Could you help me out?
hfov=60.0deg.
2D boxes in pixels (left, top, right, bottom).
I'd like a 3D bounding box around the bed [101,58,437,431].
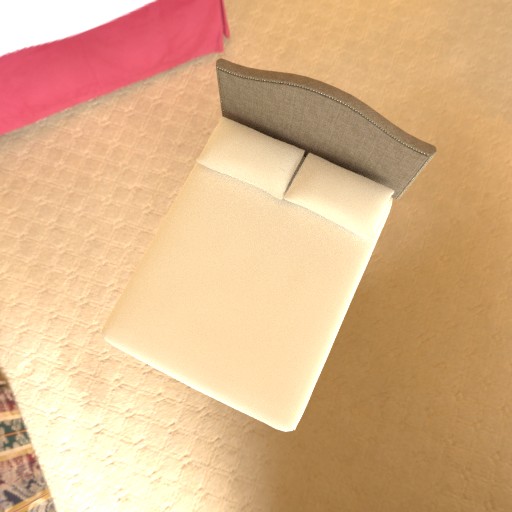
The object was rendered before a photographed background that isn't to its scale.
[{"bbox_3d":[0.000,0.000,3.340,1.713,1.518,2.153,25,76,7],"label":"bed"}]
